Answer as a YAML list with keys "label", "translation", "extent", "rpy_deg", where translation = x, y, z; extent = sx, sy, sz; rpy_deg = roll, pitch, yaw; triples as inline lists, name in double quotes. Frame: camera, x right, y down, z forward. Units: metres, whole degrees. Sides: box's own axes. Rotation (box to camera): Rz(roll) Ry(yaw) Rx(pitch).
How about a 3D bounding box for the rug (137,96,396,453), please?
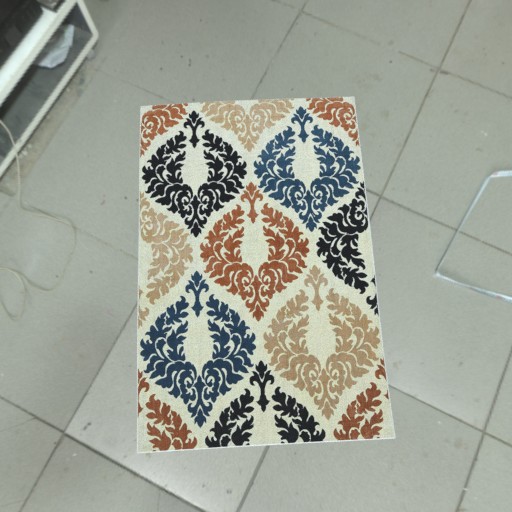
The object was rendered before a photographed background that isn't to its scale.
- label: "rug"
  translation: [0.000, 0.000, 2.849]
  extent: [1.514, 0.014, 2.275]
  rpy_deg: [-3, 76, -1]
